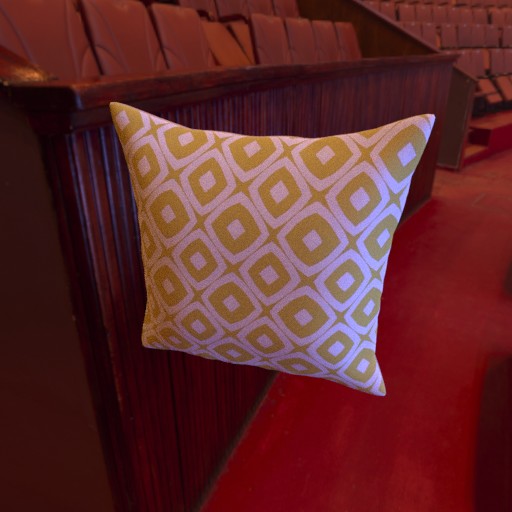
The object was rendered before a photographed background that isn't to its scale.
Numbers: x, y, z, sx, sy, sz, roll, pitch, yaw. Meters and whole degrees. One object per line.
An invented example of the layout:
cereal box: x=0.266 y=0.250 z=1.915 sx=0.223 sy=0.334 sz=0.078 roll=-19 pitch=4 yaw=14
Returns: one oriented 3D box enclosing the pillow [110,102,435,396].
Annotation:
pillow: x=0.000 y=0.000 z=0.769 sx=0.504 sy=0.494 sz=0.188 roll=8 pitch=27 yaw=16
